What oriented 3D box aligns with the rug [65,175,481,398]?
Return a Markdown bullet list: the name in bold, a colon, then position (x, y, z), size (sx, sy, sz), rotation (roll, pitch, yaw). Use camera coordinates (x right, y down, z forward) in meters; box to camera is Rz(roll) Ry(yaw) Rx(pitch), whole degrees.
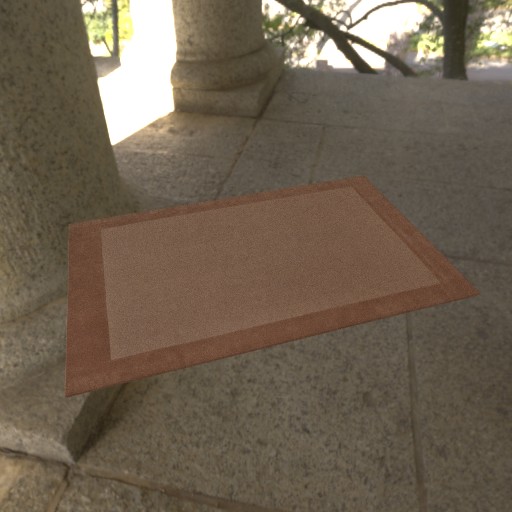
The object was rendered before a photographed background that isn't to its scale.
- **rug**: position (0.000, 0.000, 3.014), size (2.438, 0.014, 1.524), rotation (-11, 41, -13)
